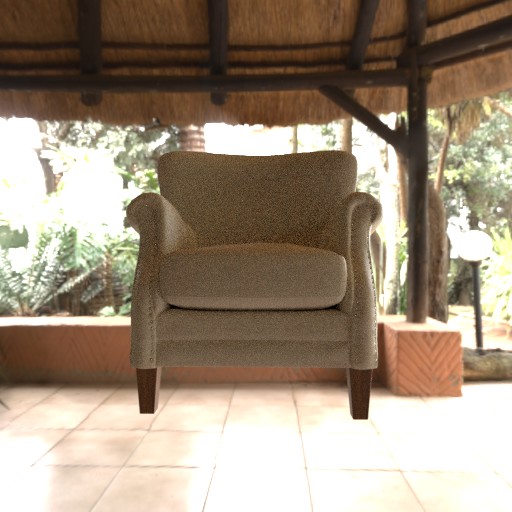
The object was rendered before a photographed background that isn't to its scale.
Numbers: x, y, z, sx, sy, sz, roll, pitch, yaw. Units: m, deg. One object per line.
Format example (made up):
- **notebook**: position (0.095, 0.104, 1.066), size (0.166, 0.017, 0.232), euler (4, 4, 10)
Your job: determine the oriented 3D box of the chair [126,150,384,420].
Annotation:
- **chair**: position (0.000, 0.000, 1.672), size (0.861, 0.936, 0.921), euler (0, 0, 1)
